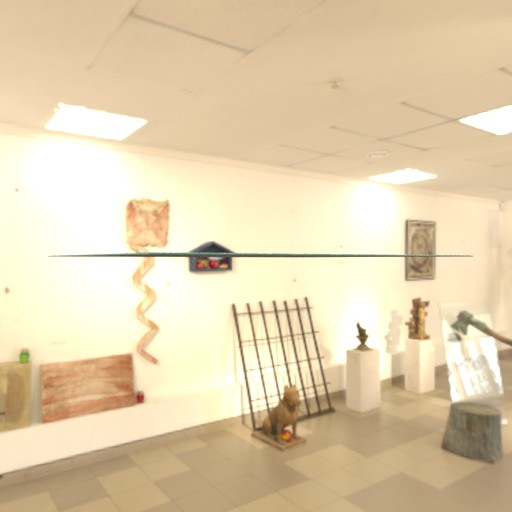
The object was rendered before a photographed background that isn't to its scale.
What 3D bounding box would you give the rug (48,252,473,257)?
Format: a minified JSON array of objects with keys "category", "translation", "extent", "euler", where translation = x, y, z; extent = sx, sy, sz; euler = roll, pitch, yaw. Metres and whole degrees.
[{"category":"rug","translation":[0.000,0.000,3.949],"extent":[2.980,0.012,2.363],"euler":[0,-1,-36]}]
